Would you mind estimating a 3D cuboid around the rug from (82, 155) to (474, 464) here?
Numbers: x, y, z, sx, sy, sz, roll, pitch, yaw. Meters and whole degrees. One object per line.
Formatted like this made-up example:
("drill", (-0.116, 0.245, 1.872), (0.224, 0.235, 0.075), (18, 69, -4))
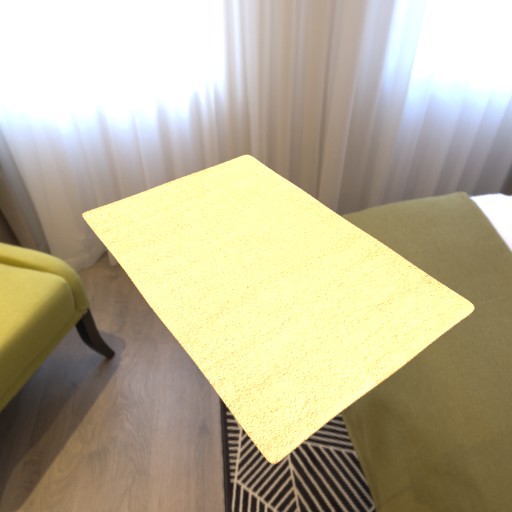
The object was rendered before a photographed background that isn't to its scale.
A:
("rug", (0.000, 0.000, 3.460), (1.798, 0.025, 2.698), (-26, 48, -27))
